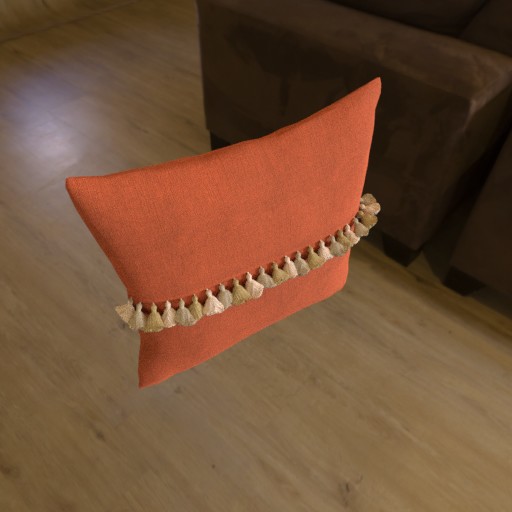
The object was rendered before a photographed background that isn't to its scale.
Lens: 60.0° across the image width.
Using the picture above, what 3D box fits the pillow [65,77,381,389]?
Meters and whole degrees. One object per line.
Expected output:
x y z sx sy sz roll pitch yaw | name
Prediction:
0.000 0.000 0.733 0.490 0.482 0.165 -24 51 -21 | pillow
